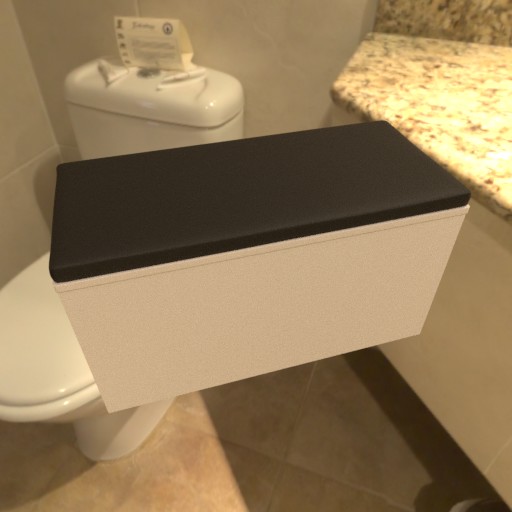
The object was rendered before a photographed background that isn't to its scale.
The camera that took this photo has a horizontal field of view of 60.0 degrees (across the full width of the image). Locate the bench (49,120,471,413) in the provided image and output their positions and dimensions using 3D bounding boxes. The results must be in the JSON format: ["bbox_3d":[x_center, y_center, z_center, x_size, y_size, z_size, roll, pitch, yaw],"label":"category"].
[{"bbox_3d":[0.000,0.000,1.190,0.899,0.500,0.401,-11,42,-12],"label":"bench"}]
